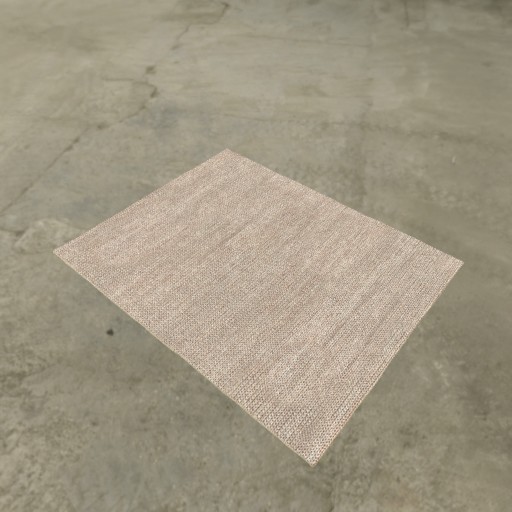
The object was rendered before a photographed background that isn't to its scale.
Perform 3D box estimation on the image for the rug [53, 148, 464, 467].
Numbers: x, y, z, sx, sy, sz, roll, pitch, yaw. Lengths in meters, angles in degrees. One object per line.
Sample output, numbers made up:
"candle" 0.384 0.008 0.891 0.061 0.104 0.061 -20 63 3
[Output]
"rug" 0.000 0.000 4.182 3.052 0.030 2.429 31 53 27
